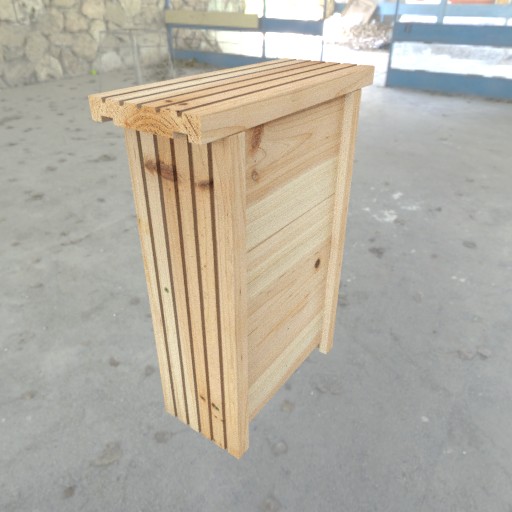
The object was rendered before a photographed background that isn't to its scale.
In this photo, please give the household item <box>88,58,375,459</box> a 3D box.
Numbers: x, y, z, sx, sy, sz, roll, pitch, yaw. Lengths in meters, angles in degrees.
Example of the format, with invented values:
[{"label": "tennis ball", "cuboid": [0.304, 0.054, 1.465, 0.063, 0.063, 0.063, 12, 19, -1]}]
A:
[{"label": "household item", "cuboid": [0.000, 0.000, 0.539, 0.123, 0.407, 0.301, 20, 36, 30]}]
